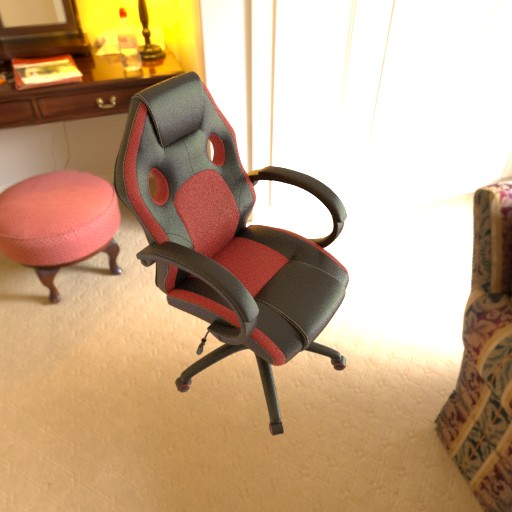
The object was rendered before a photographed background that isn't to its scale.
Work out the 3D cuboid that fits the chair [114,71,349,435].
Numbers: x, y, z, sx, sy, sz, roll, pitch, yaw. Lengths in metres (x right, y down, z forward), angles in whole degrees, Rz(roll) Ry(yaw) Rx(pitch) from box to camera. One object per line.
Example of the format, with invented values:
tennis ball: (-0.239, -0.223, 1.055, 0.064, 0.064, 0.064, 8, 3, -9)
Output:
chair: (0.000, 0.000, 1.693, 0.783, 1.189, 0.750, 24, 46, 26)
